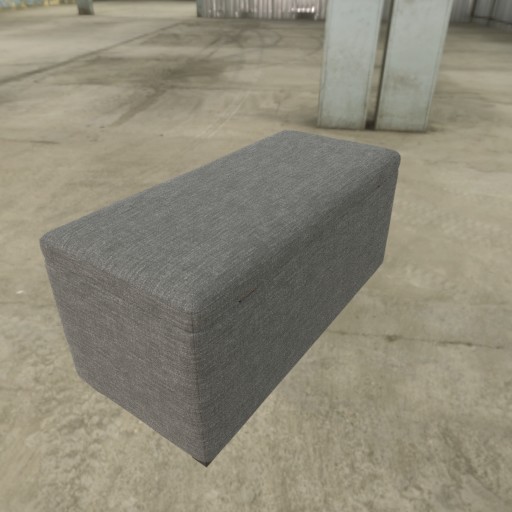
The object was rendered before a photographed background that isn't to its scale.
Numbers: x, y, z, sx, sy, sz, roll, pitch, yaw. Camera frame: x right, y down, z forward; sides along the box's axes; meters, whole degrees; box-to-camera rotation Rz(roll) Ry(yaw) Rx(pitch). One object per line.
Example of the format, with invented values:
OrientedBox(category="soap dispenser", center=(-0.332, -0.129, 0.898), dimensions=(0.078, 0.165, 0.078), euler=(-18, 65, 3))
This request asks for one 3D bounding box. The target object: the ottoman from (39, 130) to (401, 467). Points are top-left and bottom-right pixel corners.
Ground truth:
OrientedBox(category="ottoman", center=(0.000, 0.000, 1.141), dimensions=(0.419, 0.432, 0.902), euler=(20, 37, 29))
